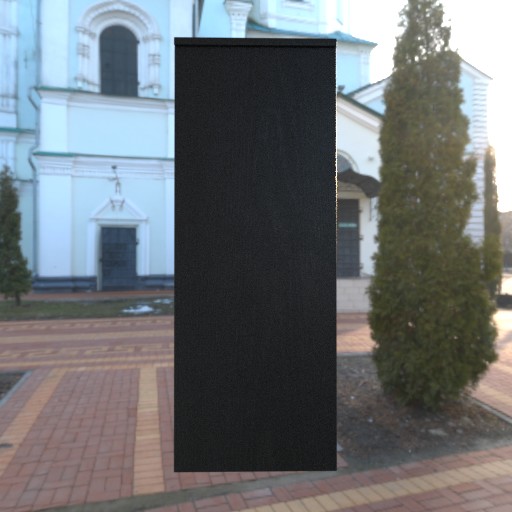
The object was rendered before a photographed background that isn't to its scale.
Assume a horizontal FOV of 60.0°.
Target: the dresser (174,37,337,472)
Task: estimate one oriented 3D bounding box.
[{"bbox_3d":[0.000,0.000,1.386,0.398,1.020,0.700,0,-1,-1],"label":"dresser"}]
